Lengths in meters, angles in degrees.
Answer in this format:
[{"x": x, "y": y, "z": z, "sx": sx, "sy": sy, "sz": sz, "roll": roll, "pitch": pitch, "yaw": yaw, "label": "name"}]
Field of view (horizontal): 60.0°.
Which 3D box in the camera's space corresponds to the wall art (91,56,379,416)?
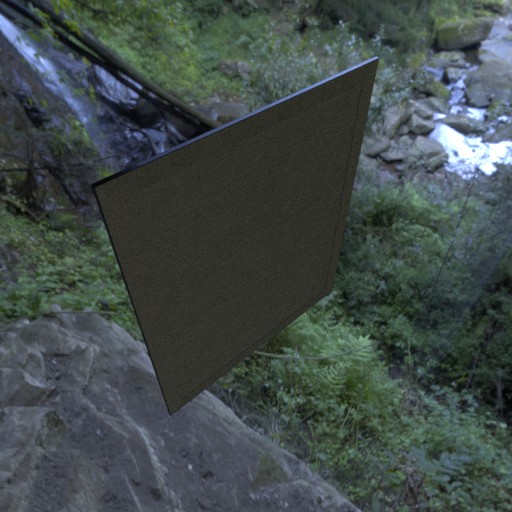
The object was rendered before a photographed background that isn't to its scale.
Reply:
[{"x": 0.000, "y": 0.000, "z": 0.627, "sx": 0.381, "sy": 0.457, "sz": 0.023, "roll": -33, "pitch": 55, "yaw": -27, "label": "wall art"}]
